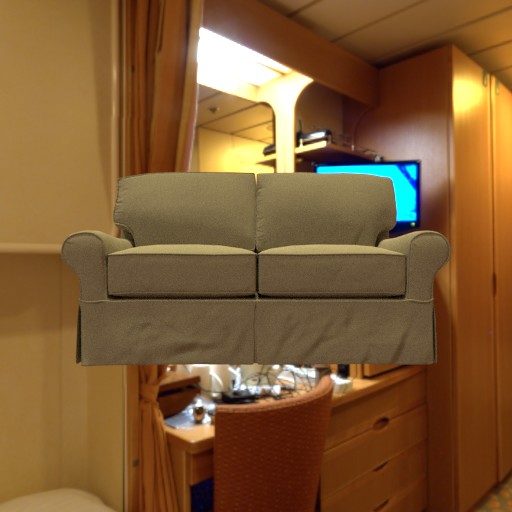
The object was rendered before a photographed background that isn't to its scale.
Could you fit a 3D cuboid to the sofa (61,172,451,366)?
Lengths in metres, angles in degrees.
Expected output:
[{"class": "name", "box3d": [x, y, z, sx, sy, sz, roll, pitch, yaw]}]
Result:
[{"class": "sofa", "box3d": [0.000, 0.000, 2.440, 1.823, 1.024, 0.841, 0, -1, -1]}]
